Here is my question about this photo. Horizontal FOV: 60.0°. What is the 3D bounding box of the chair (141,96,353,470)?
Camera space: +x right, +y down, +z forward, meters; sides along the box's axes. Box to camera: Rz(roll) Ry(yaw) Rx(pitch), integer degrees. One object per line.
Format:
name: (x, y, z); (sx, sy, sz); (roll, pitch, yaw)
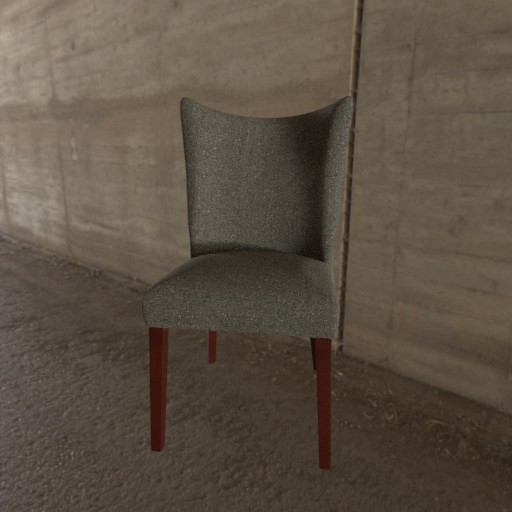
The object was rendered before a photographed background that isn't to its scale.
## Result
chair: (0.000, 0.000, 1.312); (0.535, 0.924, 0.623); (2, 15, 8)
